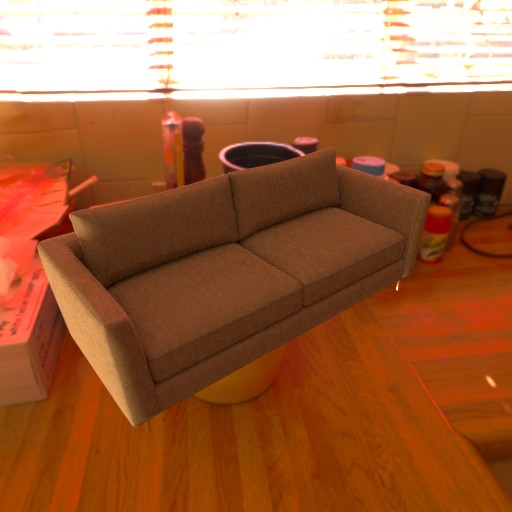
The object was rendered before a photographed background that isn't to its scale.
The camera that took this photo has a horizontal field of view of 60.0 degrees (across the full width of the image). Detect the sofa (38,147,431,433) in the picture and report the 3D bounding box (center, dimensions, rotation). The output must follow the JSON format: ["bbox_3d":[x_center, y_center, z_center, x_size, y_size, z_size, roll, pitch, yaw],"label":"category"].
[{"bbox_3d":[0.000,0.000,2.597,2.121,0.864,0.889,-21,36,-33],"label":"sofa"}]
